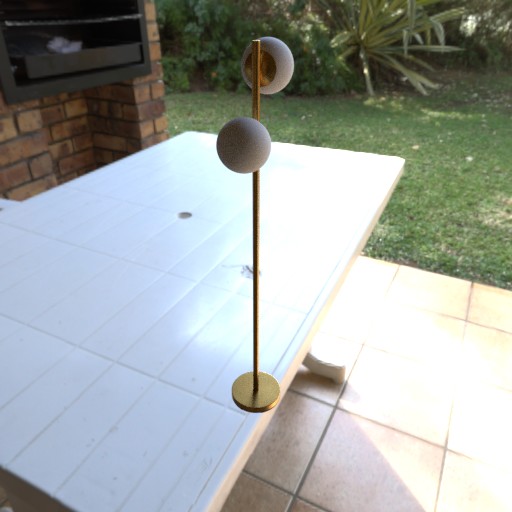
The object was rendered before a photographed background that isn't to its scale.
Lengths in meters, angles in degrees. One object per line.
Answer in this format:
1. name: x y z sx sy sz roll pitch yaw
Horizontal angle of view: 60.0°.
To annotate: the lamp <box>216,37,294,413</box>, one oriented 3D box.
1. lamp: 0.000 0.000 1.864 0.249 1.641 0.419 11 32 18
